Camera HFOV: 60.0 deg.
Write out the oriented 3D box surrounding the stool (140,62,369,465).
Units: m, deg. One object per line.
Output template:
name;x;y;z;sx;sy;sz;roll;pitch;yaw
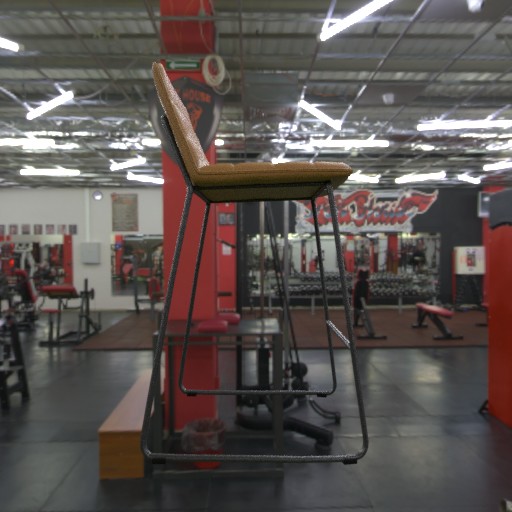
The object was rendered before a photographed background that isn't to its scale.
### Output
stool;0.000;0.000;1.235;0.524;0.936;0.489;0;1;1
